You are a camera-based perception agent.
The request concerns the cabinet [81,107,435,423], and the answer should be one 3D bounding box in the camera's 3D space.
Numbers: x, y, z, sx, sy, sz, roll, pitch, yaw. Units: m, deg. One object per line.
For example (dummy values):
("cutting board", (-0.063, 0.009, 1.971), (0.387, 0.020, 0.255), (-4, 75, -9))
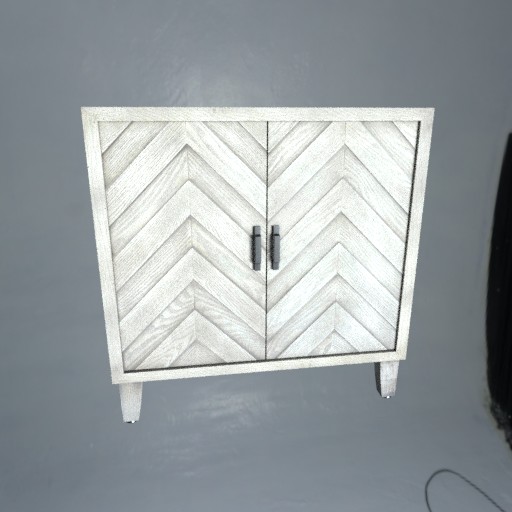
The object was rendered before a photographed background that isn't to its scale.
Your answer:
("cabinet", (0.000, 0.000, 1.248), (0.781, 0.787, 0.370), (-3, 18, -8))
